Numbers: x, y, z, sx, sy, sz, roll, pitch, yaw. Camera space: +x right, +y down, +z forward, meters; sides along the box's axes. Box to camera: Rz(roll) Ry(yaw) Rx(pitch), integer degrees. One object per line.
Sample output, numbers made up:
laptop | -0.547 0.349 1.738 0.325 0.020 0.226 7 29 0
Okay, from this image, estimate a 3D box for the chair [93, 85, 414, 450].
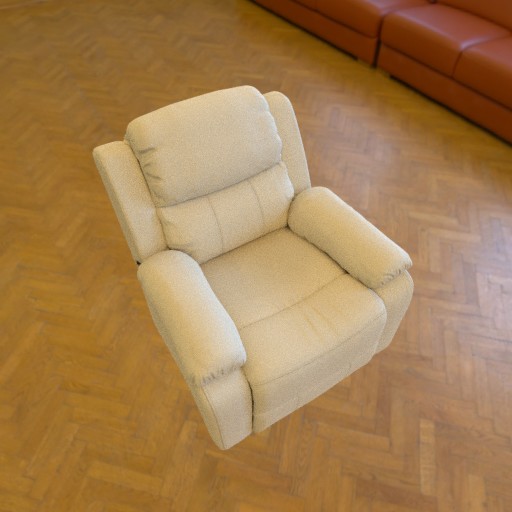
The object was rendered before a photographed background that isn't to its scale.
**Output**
chair | 0.000 0.000 1.272 0.680 0.702 0.709 -25 52 -21
